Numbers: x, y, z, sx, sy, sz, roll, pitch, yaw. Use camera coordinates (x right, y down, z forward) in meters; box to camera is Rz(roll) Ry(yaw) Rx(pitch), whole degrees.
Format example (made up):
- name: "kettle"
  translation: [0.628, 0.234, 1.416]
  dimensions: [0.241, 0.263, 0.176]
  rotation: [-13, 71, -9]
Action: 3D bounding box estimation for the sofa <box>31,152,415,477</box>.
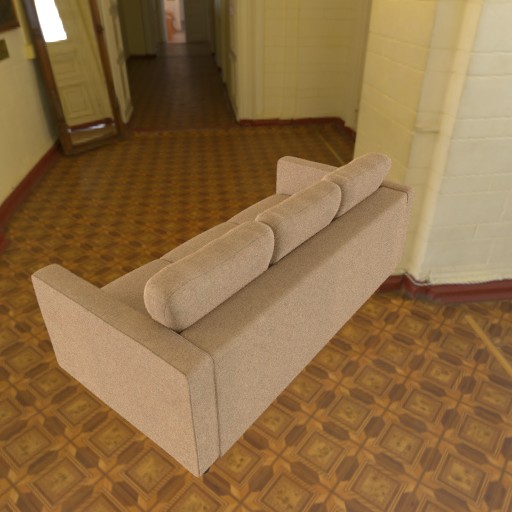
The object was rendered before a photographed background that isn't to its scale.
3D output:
- name: "sofa"
  translation: [0.000, 0.000, 2.289]
  dimensions: [0.930, 0.800, 1.855]
  rotation: [22, 38, 31]
